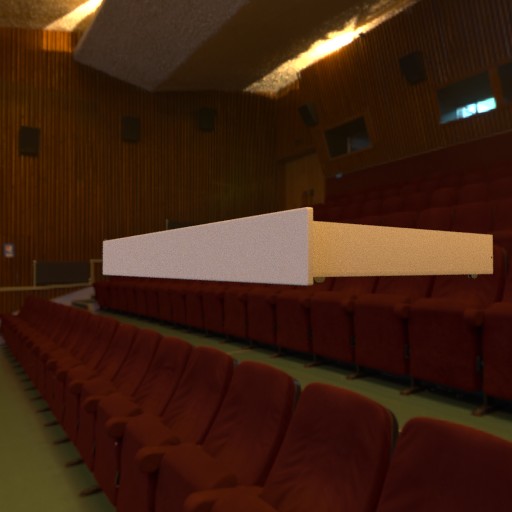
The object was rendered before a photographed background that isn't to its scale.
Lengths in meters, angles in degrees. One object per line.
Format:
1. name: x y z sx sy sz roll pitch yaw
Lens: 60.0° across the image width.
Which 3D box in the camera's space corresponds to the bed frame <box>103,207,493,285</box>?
1. bed frame: 0.000 0.000 1.518 0.670 0.141 1.300 1 -2 -34
